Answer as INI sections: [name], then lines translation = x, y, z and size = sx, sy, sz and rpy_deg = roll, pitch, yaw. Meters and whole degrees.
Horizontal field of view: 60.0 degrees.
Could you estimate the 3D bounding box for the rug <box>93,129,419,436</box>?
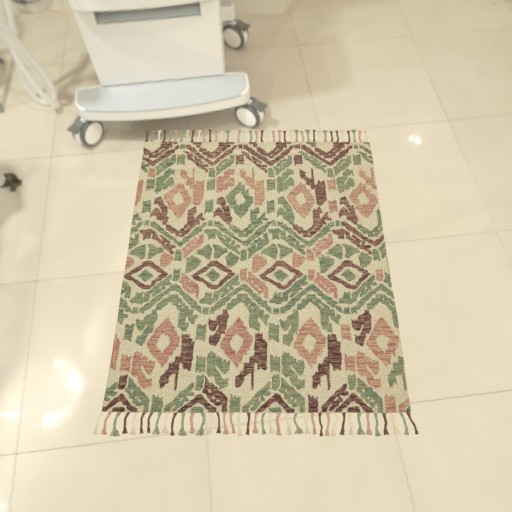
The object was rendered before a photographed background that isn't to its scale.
[rug]
translation = 0.000, 0.000, 4.019
size = 2.438, 0.010, 3.048
rpy_deg = 0, 62, 0
